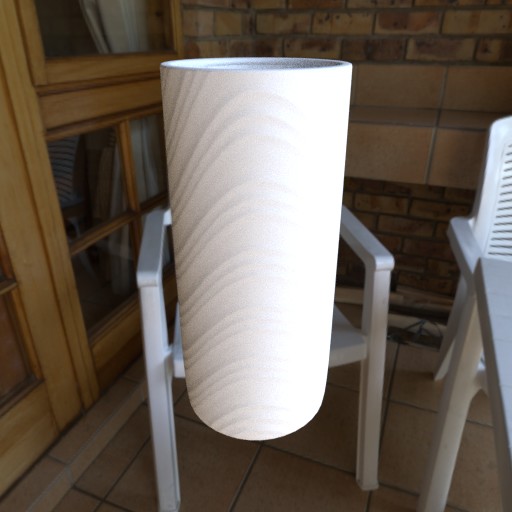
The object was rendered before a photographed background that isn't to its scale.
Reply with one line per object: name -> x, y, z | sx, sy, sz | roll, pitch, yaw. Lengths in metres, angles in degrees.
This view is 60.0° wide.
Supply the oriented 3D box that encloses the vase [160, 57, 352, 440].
vase -> 0.000, 0.000, 0.393 | 0.143, 0.316, 0.143 | 0, 27, 0
